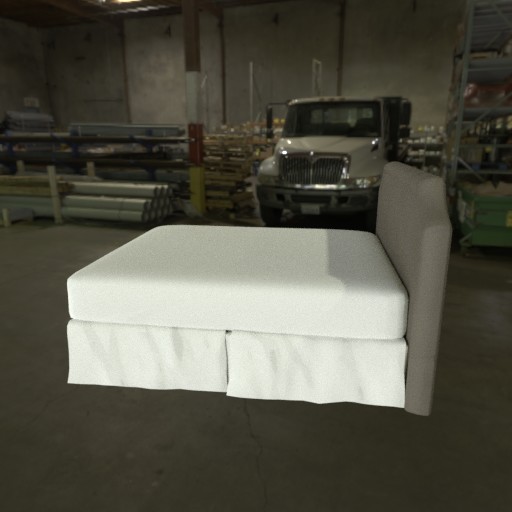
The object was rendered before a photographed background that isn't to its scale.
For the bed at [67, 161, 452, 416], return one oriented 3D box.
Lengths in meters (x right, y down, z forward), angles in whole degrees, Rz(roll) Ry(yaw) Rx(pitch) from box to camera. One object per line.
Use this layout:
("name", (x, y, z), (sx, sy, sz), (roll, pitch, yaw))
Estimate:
("bed", (0.000, 0.000, 3.241), (2.181, 1.297, 1.831), (2, 15, 8))
